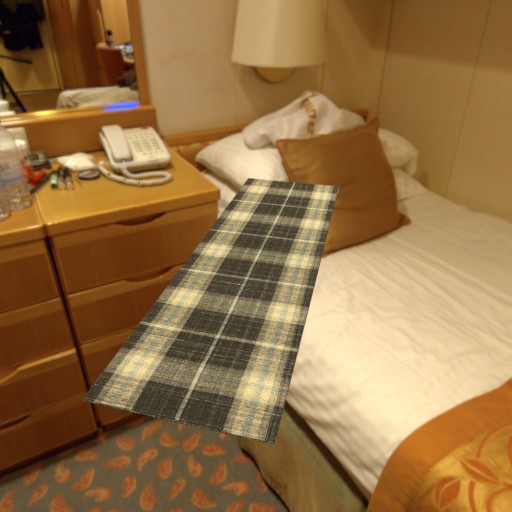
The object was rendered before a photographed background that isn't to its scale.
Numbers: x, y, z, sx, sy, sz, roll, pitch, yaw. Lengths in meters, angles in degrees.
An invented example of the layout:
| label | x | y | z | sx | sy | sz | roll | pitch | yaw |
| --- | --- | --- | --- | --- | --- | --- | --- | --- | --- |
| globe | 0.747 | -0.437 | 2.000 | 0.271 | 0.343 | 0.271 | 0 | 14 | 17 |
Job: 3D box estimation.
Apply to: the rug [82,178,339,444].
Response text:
| label | x | y | z | sx | sy | sz | roll | pitch | yaw |
| --- | --- | --- | --- | --- | --- | --- | --- | --- | --- |
| rug | 0.000 | 0.000 | 2.625 | 0.760 | 0.012 | 2.434 | 7 | 32 | 12 |
